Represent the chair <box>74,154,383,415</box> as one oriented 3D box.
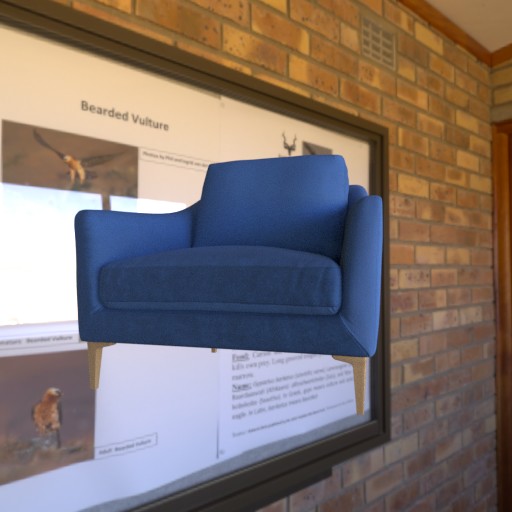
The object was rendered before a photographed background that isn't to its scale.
[{"bbox_3d":[0.000,0.000,1.758,0.987,0.899,0.961,-1,-2,17],"label":"chair"}]
